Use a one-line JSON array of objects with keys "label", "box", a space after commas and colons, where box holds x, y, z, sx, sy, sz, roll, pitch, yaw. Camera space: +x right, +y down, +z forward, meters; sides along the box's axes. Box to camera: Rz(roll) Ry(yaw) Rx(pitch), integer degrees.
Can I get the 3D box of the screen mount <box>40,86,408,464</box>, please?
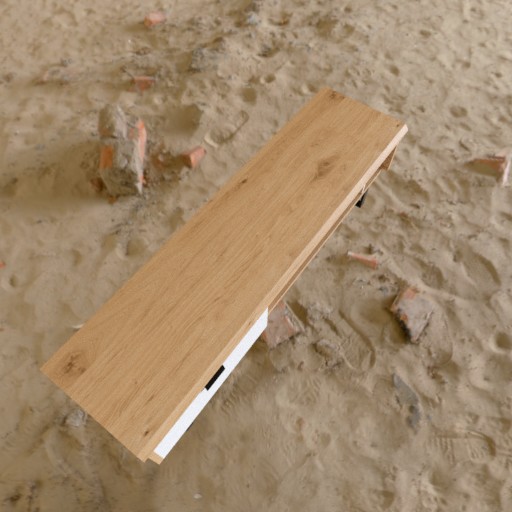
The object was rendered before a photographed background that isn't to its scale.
[{"label": "screen mount", "box": [0.000, 0.000, 1.872, 0.450, 0.430, 1.700, 32, 64, 18]}]
